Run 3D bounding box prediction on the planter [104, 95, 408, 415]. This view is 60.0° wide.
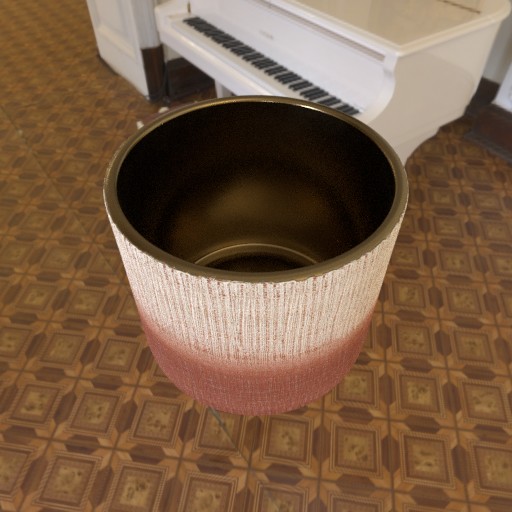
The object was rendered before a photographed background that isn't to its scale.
[{"bbox_3d":[0.000,0.000,0.451,0.254,0.221,0.254,0,48,0],"label":"planter"}]
